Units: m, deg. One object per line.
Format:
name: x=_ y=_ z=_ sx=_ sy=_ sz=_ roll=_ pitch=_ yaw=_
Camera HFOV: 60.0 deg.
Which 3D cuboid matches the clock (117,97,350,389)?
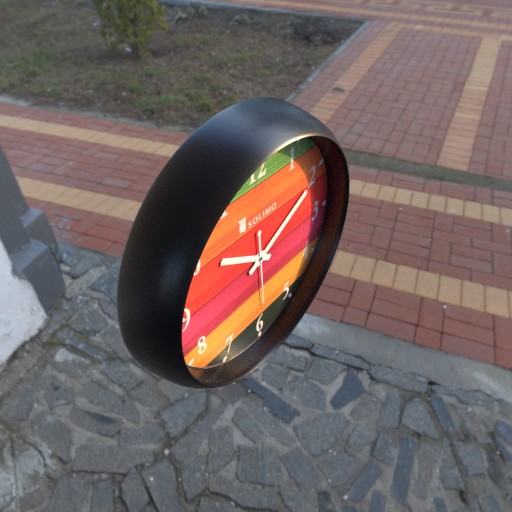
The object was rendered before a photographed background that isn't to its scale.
clock: x=0.000 y=0.000 z=0.449 sx=0.060 sy=0.300 sz=0.300 roll=28 pitch=48 yaw=28
